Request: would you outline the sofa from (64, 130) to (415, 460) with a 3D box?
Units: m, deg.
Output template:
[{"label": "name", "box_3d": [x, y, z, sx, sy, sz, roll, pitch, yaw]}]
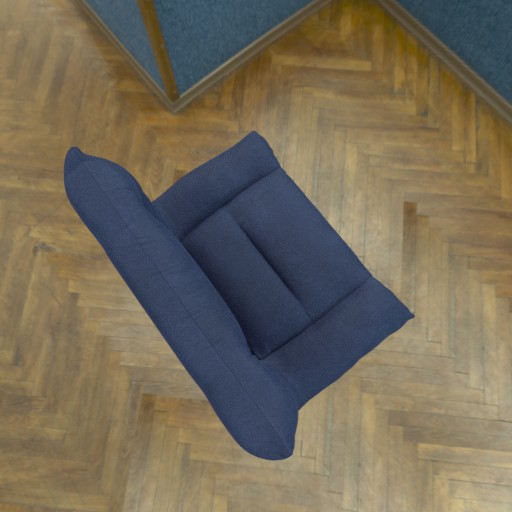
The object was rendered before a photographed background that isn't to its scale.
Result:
[{"label": "sofa", "box_3d": [0.000, 0.000, 1.656, 0.849, 0.778, 1.122, -36, 78, -9]}]
